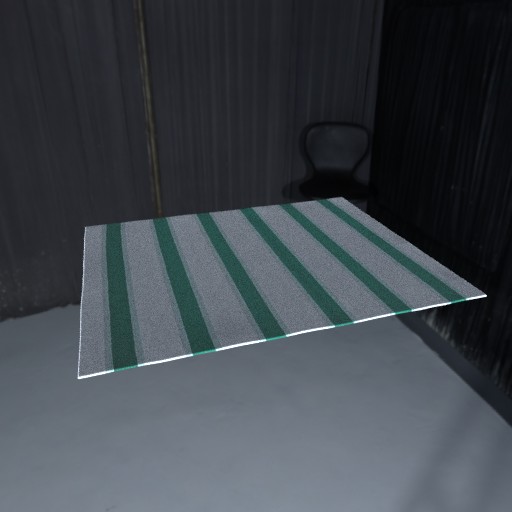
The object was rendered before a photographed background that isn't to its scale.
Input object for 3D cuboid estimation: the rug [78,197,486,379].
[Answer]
[{"bbox_3d":[0.000,0.000,4.107,3.041,0.019,2.434,-8,28,-16],"label":"rug"}]
